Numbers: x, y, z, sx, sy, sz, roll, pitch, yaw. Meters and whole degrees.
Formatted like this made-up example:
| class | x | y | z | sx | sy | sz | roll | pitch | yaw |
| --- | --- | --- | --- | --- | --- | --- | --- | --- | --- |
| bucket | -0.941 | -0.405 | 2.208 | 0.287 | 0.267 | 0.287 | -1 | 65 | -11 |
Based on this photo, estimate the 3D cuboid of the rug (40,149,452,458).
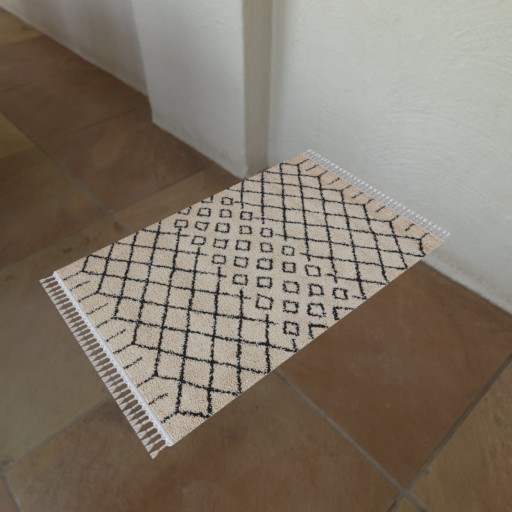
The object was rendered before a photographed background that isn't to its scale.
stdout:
| class | x | y | z | sx | sy | sz | roll | pitch | yaw |
| --- | --- | --- | --- | --- | --- | --- | --- | --- | --- |
| rug | 0.000 | 0.000 | 2.473 | 2.006 | 0.008 | 1.196 | -30 | 53 | -26 |
